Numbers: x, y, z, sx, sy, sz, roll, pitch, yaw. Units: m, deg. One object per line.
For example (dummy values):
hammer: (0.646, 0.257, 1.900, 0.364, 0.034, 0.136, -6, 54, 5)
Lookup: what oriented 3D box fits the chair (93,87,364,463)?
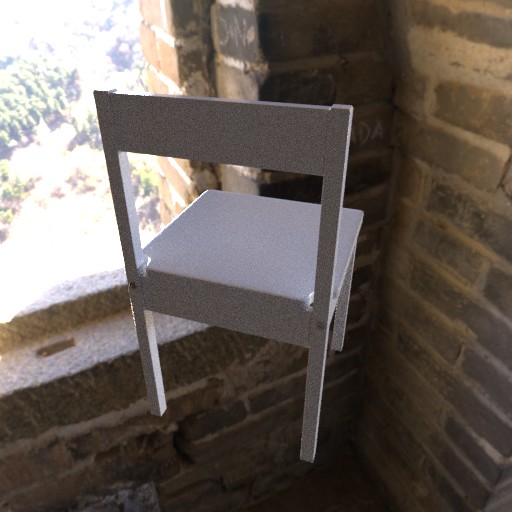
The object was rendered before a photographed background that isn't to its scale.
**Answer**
chair: (0.000, 0.000, 0.879, 0.367, 0.668, 0.361, 10, 32, 16)
